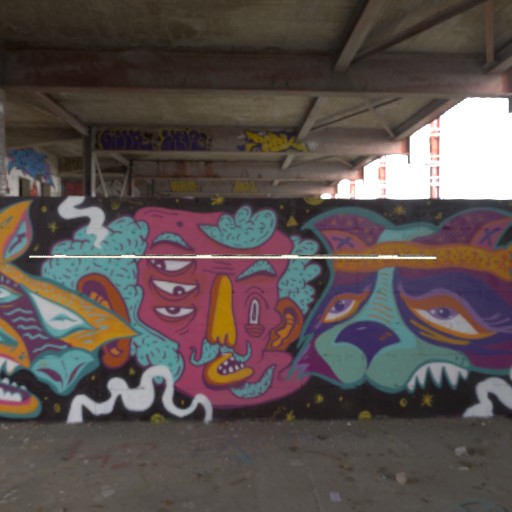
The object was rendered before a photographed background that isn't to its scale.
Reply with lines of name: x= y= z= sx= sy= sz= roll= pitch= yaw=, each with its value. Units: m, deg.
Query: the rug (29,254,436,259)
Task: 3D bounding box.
rug: x=0.000 y=0.000 z=4.275 sx=3.049 sy=0.021 sz=2.466 roll=0 pitch=0 yaw=18
